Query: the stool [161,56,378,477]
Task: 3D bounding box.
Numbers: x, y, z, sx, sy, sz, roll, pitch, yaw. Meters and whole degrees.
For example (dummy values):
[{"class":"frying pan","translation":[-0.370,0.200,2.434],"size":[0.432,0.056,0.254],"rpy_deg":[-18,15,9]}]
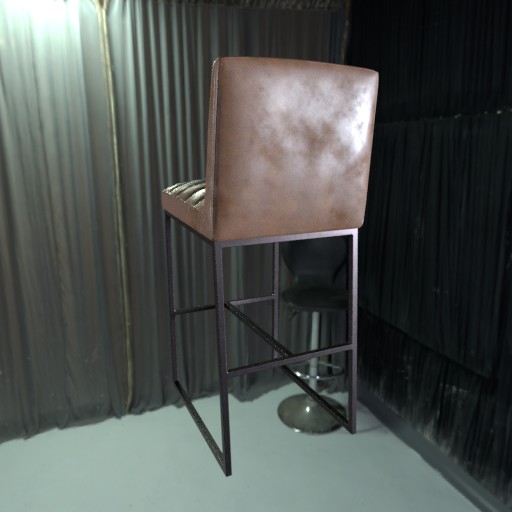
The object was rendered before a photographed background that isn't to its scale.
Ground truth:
[{"class":"stool","translation":[0.000,0.000,1.396],"size":[0.463,1.065,0.562],"rpy_deg":[-7,15,-25]}]
